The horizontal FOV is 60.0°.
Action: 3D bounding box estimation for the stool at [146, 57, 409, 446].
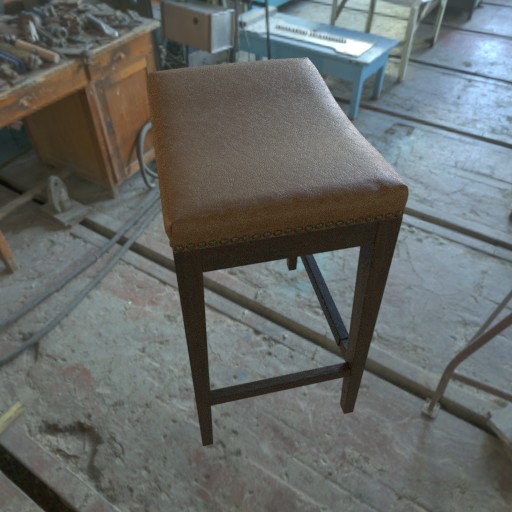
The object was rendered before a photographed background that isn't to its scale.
[{"bbox_3d":[0.000,0.000,0.966,0.361,0.660,0.500,-9,46,-9],"label":"stool"}]
